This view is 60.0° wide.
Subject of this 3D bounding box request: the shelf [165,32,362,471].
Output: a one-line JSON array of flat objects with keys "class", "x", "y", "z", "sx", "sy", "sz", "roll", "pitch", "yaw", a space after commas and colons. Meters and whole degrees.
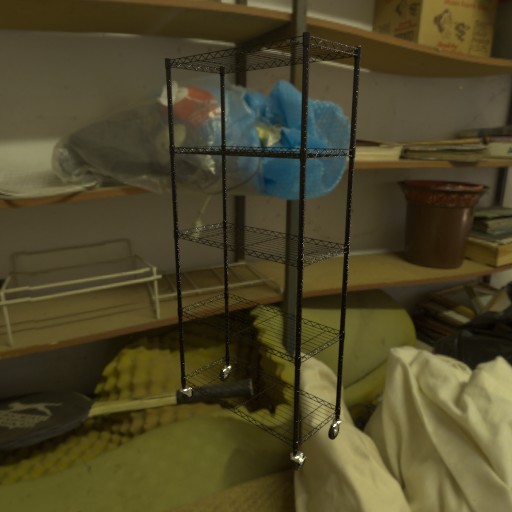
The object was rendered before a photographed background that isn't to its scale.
[{"class": "shelf", "x": 0.000, "y": 0.000, "z": 1.949, "sx": 0.762, "sy": 1.645, "sz": 0.356, "roll": 14, "pitch": 20, "yaw": 41}]
